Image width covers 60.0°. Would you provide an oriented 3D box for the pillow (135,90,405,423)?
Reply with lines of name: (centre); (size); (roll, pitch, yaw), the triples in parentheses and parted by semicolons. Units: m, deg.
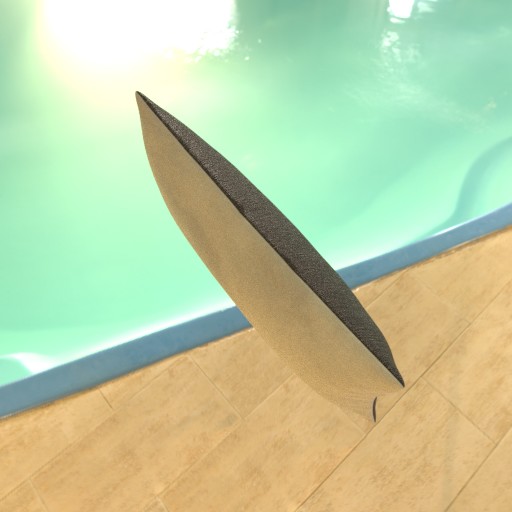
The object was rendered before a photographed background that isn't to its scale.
pillow: (0.000, 0.000, 0.733); (0.156, 0.305, 0.608); (-31, 62, -19)
